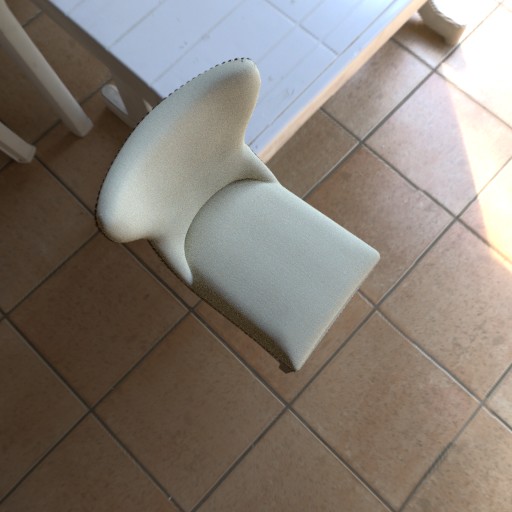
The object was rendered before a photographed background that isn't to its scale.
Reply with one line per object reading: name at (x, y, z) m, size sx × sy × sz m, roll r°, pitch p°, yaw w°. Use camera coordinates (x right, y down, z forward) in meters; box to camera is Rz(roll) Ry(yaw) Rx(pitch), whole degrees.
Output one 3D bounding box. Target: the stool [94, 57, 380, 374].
stool at (0.000, 0.000, 1.341) m, size 0.608 × 0.981 × 0.498 m, roll 37°, pitch 78°, yaw 9°
